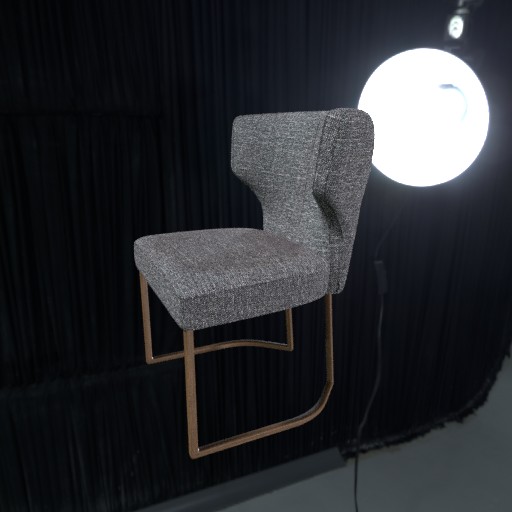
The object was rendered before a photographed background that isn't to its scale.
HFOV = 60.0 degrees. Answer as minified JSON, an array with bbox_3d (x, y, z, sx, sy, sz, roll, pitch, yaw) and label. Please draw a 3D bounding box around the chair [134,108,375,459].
[{"bbox_3d":[0.000,0.000,1.305,0.617,0.824,0.611,-7,18,-24],"label":"chair"}]
